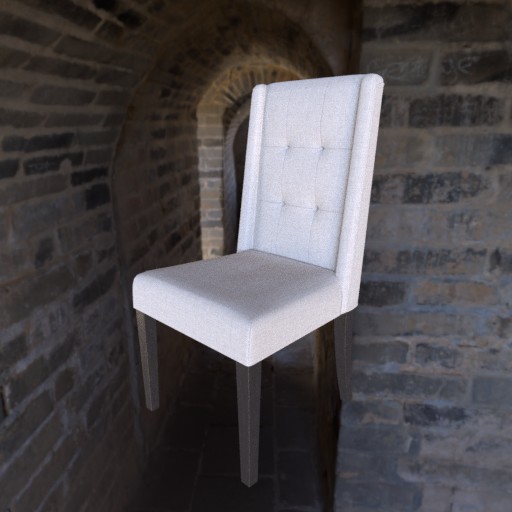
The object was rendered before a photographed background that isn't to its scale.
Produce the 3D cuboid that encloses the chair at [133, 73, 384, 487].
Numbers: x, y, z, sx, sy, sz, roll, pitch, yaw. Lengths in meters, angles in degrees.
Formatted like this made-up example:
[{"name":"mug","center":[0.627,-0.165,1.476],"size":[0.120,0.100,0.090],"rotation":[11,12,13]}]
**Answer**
[{"name":"chair","center":[0.000,0.000,1.240],"size":[0.474,0.961,0.523],"rotation":[15,22,43]}]
